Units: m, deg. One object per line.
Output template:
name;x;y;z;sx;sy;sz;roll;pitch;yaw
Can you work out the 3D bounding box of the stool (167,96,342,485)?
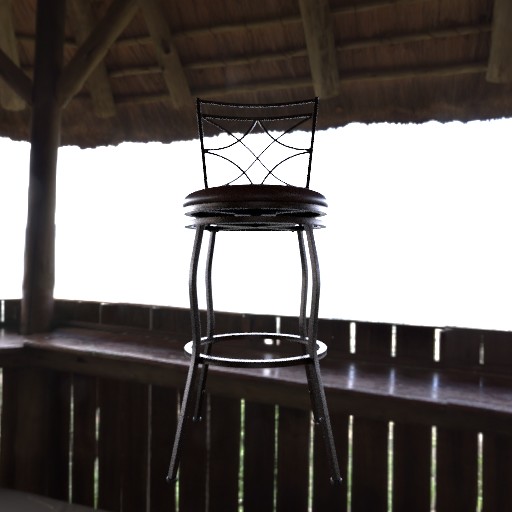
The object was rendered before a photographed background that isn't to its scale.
stool;0.000;0.000;1.348;0.434;1.117;0.534;0;0;1
